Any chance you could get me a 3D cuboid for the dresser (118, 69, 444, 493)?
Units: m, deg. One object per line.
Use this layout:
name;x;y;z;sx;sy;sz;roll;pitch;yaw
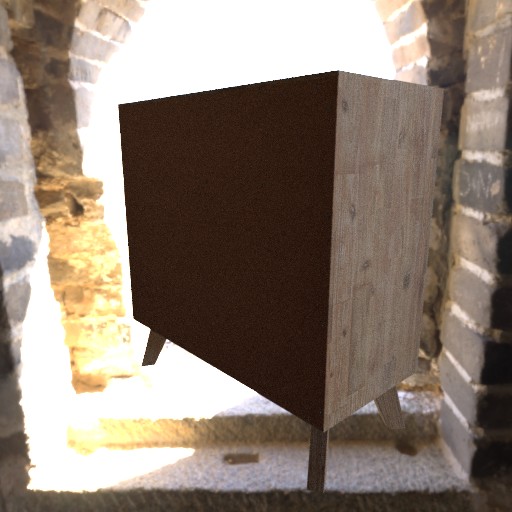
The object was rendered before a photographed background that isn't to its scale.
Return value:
dresser;0.000;0.000;1.519;0.455;1.029;0.998;-12;18;-41
